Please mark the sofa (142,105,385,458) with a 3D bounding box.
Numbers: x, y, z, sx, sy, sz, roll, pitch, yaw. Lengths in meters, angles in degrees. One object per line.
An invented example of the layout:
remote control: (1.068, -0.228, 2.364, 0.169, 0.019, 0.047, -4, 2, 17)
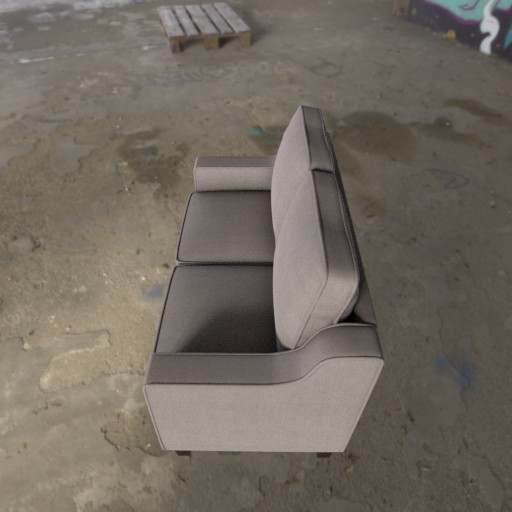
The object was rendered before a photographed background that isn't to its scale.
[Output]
sofa: (0.000, 0.000, 2.035, 0.791, 0.948, 1.500, 1, 41, 1)
